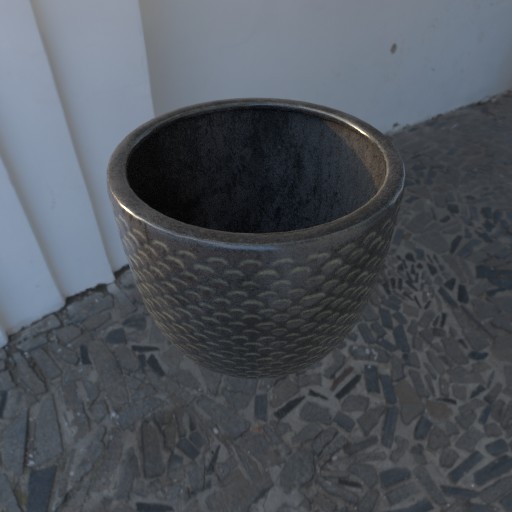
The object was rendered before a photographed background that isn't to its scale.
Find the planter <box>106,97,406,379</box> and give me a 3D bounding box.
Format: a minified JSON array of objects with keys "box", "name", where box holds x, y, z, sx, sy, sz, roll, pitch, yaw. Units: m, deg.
[{"box":[0.000,0.000,0.311,0.172,0.160,0.172,0,41,0],"name":"planter"}]
